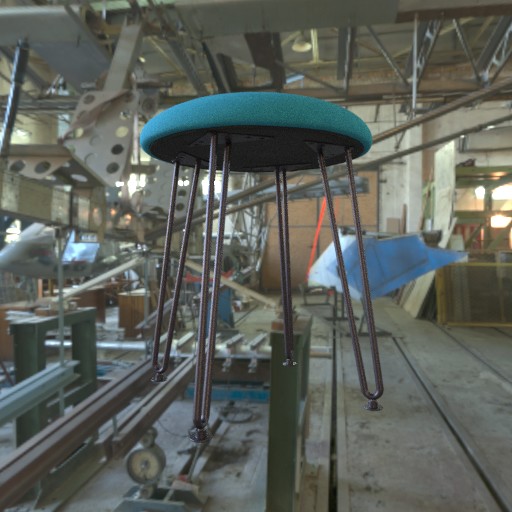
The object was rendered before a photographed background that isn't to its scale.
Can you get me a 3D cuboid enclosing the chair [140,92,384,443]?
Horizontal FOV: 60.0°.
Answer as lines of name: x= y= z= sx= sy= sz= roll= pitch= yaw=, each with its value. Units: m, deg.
chair: x=0.000 y=0.000 z=0.693 sx=0.350 sy=0.430 sz=0.350 roll=-1 pitch=1 yaw=-35
